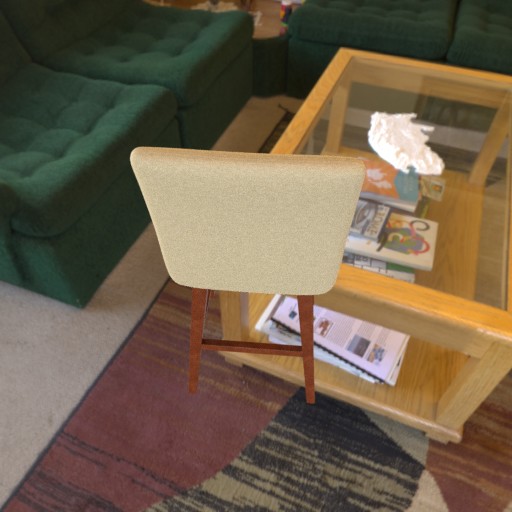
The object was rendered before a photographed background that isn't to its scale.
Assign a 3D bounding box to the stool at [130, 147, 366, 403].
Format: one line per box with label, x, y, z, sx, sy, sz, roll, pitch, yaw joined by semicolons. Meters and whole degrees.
stool;0.000;0.000;1.387;0.470;1.092;0.559;4;48;3
